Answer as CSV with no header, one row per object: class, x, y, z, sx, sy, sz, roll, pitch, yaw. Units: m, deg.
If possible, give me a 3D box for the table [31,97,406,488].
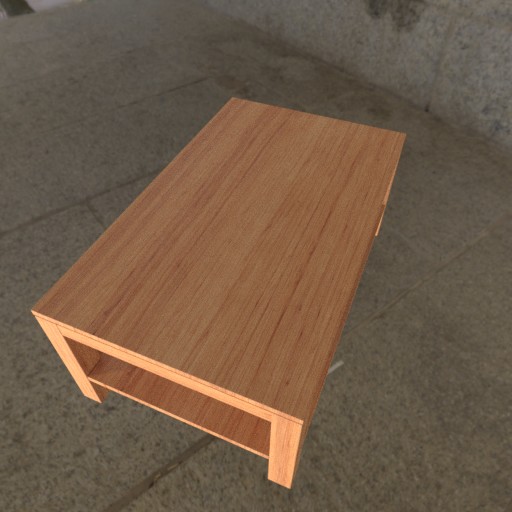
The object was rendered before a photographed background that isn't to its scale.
table,0.000,0.000,1.503,0.695,0.457,1.146,17,49,16
